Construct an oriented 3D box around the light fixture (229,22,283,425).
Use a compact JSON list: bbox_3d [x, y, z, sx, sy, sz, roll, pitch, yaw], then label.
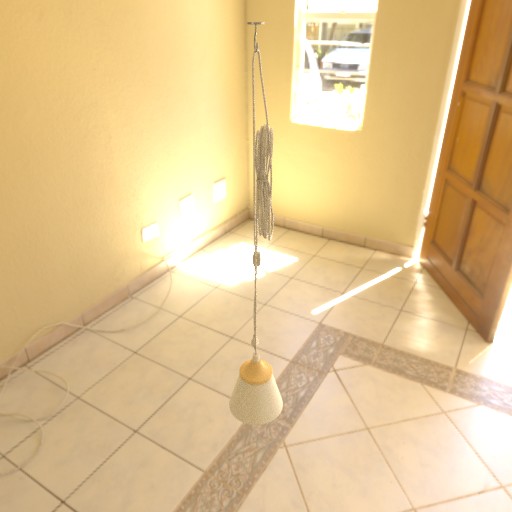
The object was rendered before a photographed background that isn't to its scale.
[{"bbox_3d":[0.000,0.000,1.035,0.153,0.966,0.153,11,31,19],"label":"light fixture"}]
